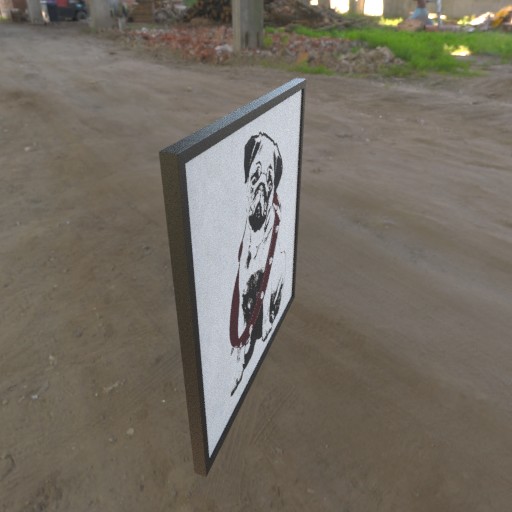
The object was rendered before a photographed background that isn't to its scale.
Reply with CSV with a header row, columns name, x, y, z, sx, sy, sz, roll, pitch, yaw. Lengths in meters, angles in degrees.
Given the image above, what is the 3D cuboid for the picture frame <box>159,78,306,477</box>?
name,x,y,z,sx,sy,sz,roll,pitch,yaw
picture frame,0.000,0.000,1.170,0.032,0.775,0.775,10,31,17
